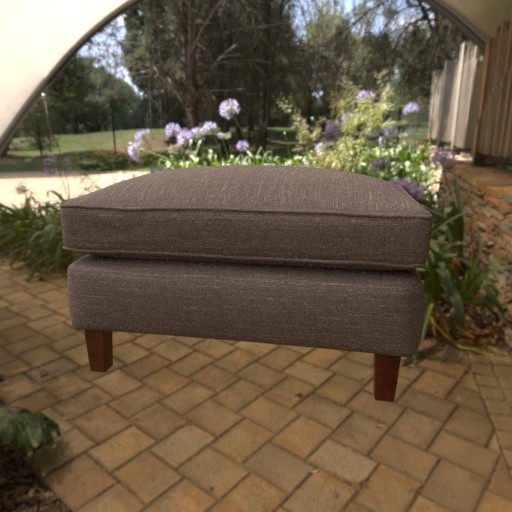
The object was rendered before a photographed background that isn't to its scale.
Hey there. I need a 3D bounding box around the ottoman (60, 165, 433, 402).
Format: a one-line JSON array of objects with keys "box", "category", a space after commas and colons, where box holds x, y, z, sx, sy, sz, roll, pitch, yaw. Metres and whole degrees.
[{"box": [0.000, 0.000, 1.016, 0.686, 0.406, 0.508, 3, 15, 10], "category": "ottoman"}]
